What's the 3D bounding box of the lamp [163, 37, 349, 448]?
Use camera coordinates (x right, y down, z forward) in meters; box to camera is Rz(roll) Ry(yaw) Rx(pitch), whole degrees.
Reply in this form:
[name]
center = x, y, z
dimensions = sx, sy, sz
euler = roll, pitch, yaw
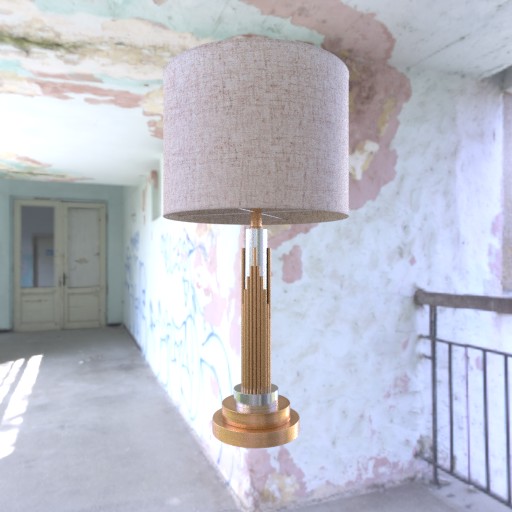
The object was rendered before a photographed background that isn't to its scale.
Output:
[lamp]
center = 0.000, 0.000, 0.779
dimensions = 0.321, 0.610, 0.321
euler = 0, 0, -20
